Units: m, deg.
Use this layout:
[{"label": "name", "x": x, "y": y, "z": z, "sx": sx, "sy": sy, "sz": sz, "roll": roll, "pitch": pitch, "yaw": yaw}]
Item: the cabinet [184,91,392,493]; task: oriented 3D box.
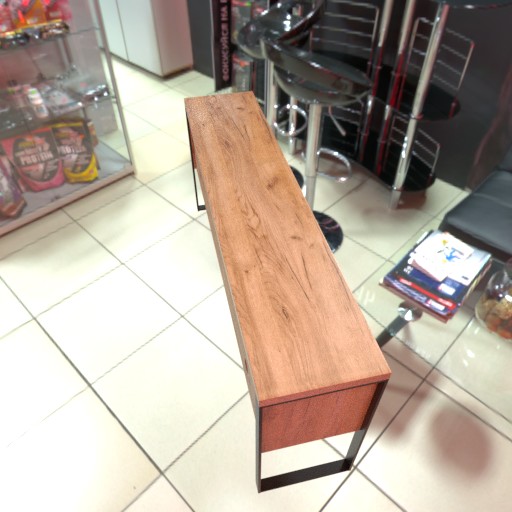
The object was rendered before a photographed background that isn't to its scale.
[{"label": "cabinet", "x": 0.000, "y": 0.000, "z": 2.099, "sx": 0.395, "sy": 0.762, "sz": 1.800, "roll": -9, "pitch": 46, "yaw": -9}]
